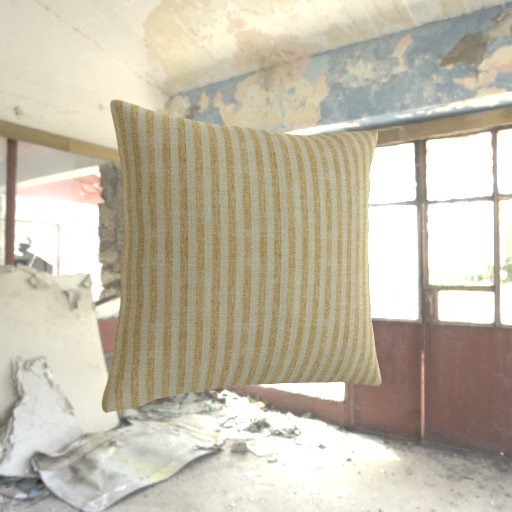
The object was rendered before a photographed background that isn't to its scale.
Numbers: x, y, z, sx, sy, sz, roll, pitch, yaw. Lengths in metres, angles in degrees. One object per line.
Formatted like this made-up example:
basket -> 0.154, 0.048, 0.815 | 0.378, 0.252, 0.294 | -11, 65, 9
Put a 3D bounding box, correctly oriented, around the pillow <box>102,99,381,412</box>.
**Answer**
pillow -> 0.000, 0.000, 0.641 | 0.419, 0.407, 0.173 | 0, -1, -19
